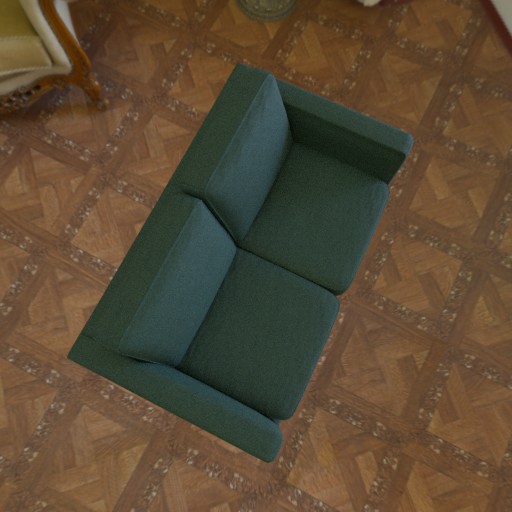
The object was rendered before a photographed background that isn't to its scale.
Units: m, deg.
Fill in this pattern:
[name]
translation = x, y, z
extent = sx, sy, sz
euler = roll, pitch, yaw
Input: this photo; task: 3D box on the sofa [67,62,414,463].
[sofa]
translation = 0.000, 0.000, 1.980
extent = 0.879, 0.899, 1.430
euler = 25, 77, 6
